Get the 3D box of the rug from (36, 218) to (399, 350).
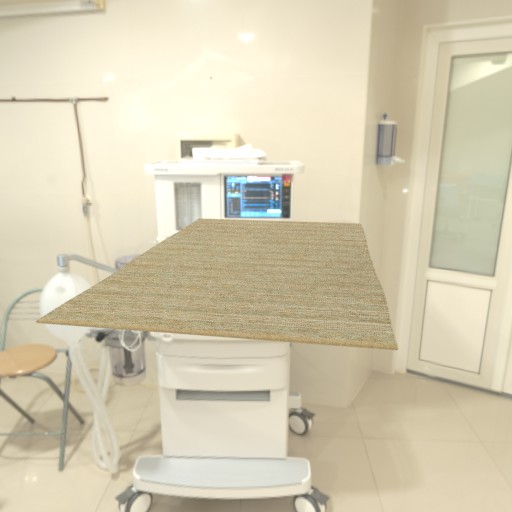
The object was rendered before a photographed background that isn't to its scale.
[{"bbox_3d":[0.000,0.000,2.969,1.540,0.012,2.448,3,16,9],"label":"rug"}]
